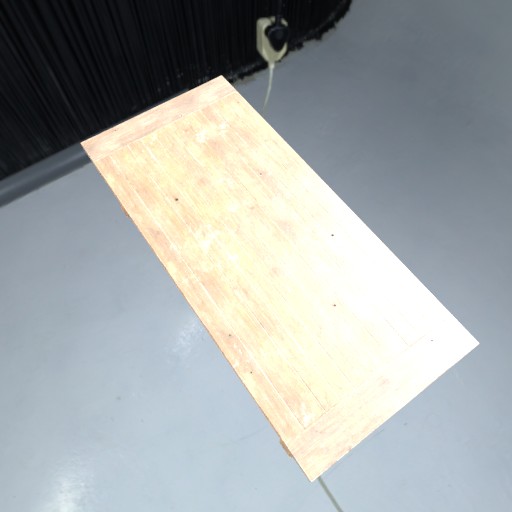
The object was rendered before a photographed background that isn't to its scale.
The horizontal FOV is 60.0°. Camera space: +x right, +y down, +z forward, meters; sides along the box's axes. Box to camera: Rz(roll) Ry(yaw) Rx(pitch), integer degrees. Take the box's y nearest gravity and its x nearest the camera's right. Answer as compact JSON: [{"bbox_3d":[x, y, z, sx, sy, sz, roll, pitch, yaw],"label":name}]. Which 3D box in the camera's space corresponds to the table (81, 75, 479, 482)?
[{"bbox_3d":[0.000,0.000,2.130,0.820,0.465,1.800,-32,67,-16],"label":"table"}]
